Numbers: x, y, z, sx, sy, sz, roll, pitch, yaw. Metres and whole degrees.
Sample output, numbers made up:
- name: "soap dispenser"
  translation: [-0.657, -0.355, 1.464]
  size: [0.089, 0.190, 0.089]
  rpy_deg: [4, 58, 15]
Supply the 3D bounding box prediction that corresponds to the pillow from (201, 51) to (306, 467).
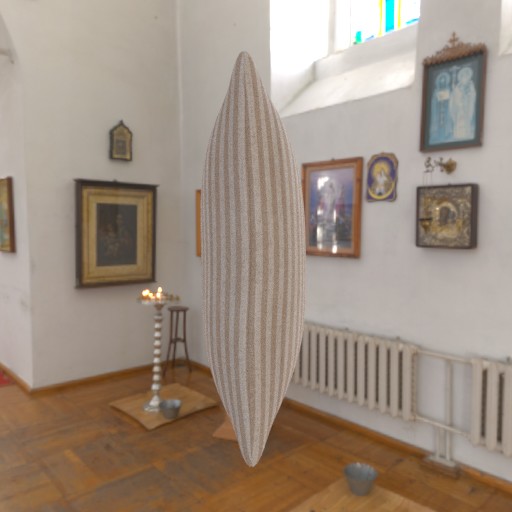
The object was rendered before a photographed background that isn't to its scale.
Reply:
- name: "pillow"
  translation: [0.000, 0.000, 0.790]
  size: [0.166, 0.510, 0.523]
  rpy_deg: [0, 2, 2]
